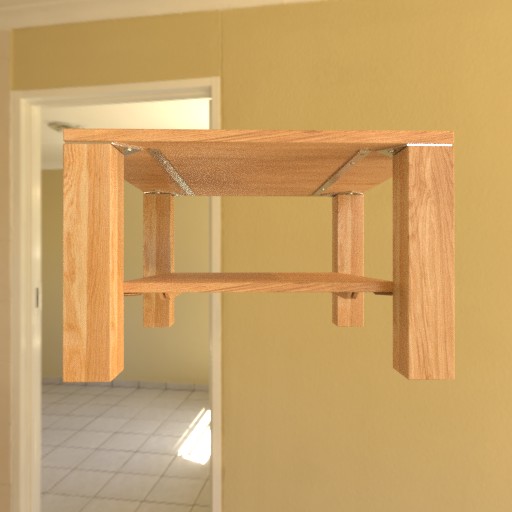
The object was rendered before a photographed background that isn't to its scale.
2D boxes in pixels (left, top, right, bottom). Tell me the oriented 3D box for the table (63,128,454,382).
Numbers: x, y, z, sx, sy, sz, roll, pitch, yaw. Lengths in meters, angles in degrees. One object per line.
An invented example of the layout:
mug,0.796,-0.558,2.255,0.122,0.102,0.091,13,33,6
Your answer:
table,0.000,0.000,1.141,0.700,0.450,0.700,0,0,-1
